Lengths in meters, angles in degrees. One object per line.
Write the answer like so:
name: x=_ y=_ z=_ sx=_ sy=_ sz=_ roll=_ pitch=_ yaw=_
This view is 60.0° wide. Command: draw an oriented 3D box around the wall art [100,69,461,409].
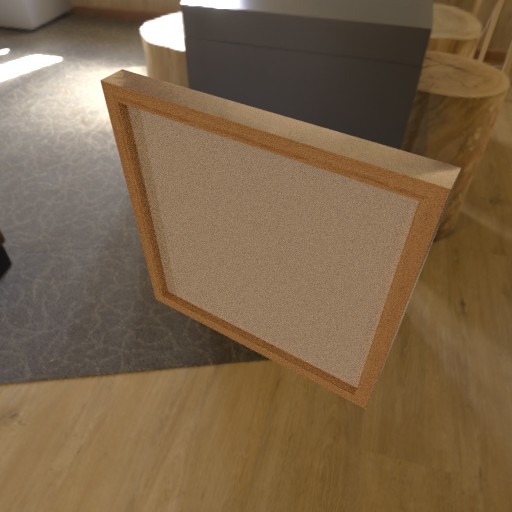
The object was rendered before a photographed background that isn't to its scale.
wall art: x=0.000 y=0.000 z=0.450 sx=0.303 sy=0.303 sz=0.028 roll=23 pitch=50 yaw=21
